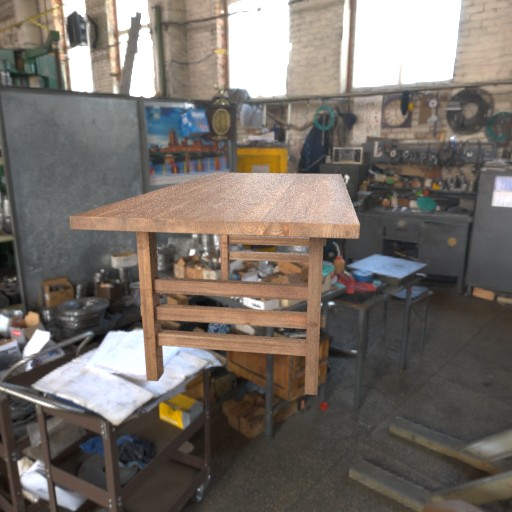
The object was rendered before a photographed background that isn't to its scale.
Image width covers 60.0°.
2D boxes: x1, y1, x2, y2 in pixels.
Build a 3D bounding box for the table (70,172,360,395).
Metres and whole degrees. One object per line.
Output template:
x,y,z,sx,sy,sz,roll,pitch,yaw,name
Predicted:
0.000,0.000,2.465,0.952,0.760,2.003,2,15,9,table
